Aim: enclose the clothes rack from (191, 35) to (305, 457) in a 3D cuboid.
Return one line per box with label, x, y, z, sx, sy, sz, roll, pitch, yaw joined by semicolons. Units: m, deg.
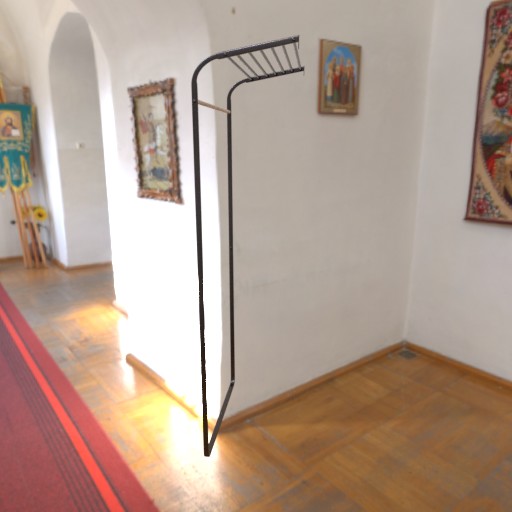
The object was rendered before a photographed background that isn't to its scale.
clothes rack;0.000;0.000;1.873;0.349;1.574;0.609;2;15;7
